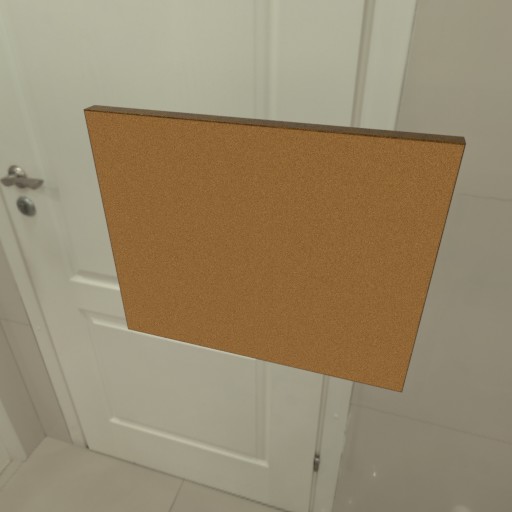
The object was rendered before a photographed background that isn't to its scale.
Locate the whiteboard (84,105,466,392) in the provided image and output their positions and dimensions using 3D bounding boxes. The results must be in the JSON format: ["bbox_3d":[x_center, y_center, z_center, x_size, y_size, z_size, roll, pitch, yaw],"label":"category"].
[{"bbox_3d":[0.000,0.000,0.760,0.561,0.457,0.029,10,33,15],"label":"whiteboard"}]
